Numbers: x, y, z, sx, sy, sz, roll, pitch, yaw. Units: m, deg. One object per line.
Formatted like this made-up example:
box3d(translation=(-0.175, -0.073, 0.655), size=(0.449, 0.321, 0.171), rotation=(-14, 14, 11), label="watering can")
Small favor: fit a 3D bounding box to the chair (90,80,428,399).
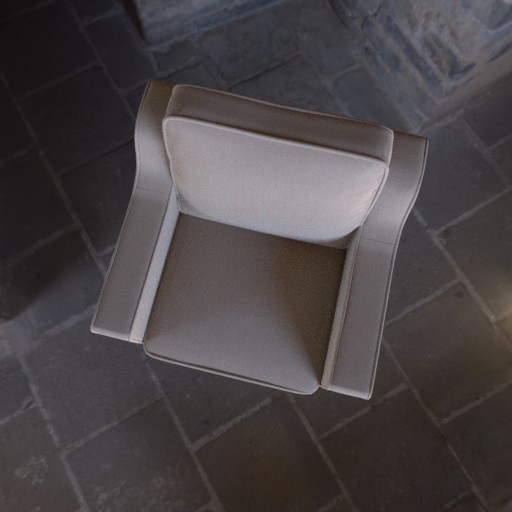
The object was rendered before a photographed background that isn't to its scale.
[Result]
box3d(translation=(0.000, 0.000, 1.614), size=(0.922, 0.948, 0.882), rotation=(13, 77, 3), label="chair")
